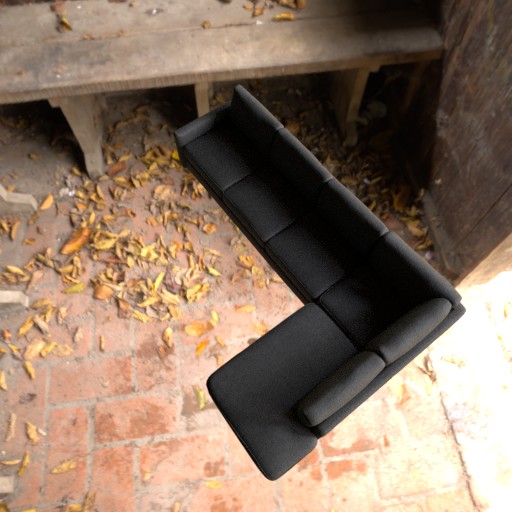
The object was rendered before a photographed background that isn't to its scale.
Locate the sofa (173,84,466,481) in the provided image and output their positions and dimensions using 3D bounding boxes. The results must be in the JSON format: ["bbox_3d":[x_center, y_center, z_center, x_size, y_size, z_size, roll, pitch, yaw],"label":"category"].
[{"bbox_3d":[0.000,0.000,3.860,1.984,0.858,2.972,-34,68,-16],"label":"sofa"}]
